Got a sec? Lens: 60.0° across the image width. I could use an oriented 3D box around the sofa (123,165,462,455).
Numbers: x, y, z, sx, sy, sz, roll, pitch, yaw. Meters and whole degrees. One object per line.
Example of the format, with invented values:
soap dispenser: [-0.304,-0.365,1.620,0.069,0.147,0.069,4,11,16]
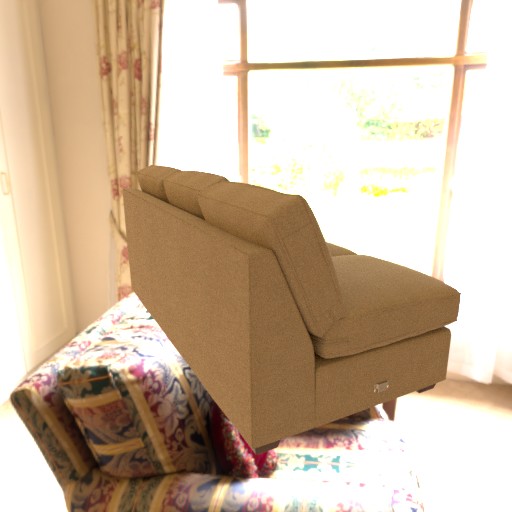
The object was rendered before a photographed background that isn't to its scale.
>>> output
sofa: [0.000,0.000,2.679,1.127,1.036,2.092,-8,17,-27]
